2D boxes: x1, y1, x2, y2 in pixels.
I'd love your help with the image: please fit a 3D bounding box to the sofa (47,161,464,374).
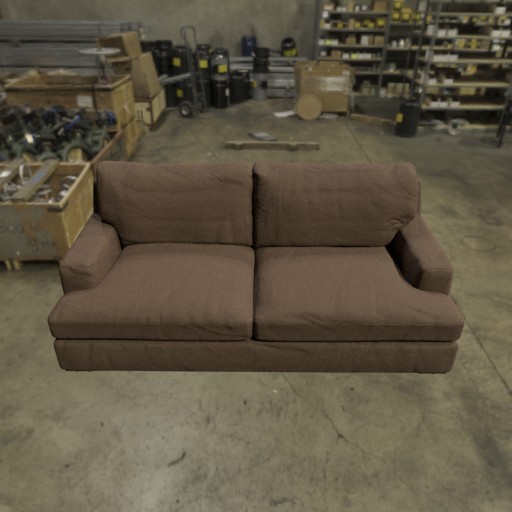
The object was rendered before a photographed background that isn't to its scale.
[{"bbox_3d":[0.000,0.000,2.759,2.274,0.950,1.140,0,31,0],"label":"sofa"}]
